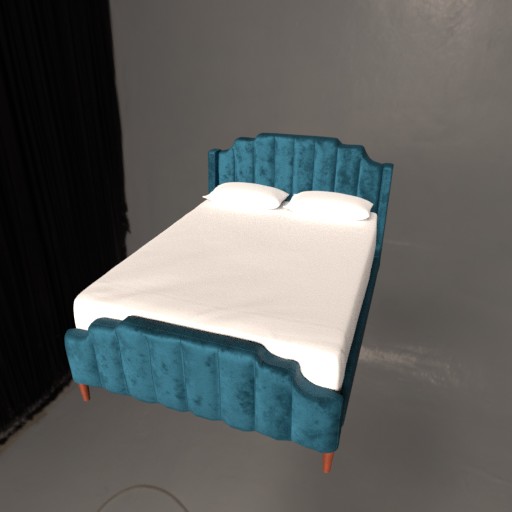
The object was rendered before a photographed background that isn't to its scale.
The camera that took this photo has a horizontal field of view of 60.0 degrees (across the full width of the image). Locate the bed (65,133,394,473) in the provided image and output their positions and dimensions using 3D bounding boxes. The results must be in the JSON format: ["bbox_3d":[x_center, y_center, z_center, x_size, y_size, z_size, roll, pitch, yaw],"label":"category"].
[{"bbox_3d":[0.000,0.000,3.255,1.678,1.338,2.322,9,28,17],"label":"bed"}]
